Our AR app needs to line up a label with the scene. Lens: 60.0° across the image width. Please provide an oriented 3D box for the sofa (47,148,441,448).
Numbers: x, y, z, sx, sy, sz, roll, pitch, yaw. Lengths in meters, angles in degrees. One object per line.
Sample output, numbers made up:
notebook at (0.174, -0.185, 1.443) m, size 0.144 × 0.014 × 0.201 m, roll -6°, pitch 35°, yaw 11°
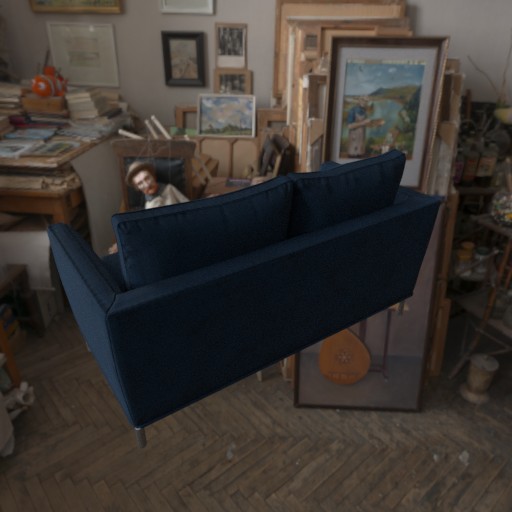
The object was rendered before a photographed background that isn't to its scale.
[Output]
sofa at (0.000, 0.000, 2.284) m, size 1.770 × 1.002 × 0.853 m, roll -18°, pitch 34°, yaw -30°
